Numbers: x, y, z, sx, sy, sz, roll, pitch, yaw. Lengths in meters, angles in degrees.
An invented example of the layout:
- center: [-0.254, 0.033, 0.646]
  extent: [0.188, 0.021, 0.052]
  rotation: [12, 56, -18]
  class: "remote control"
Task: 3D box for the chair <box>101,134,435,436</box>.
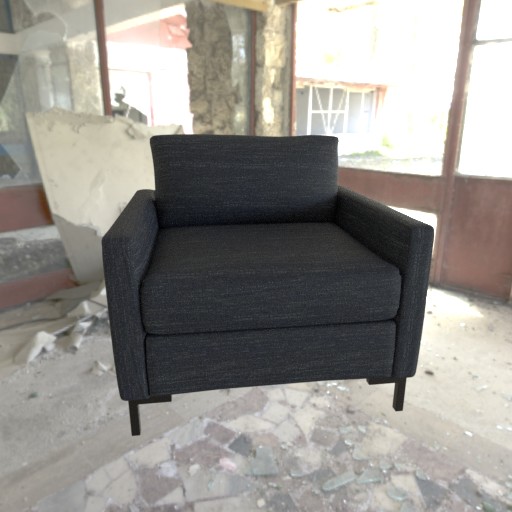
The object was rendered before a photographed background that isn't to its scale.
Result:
- center: [0.000, 0.000, 1.654]
  extent: [0.963, 0.861, 0.866]
  rotation: [-2, 18, -8]
  class: "chair"
